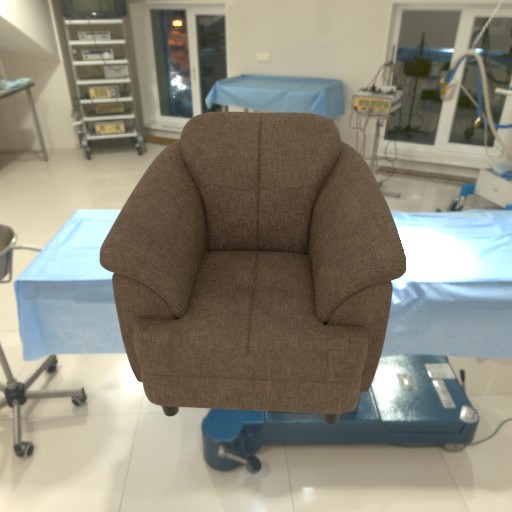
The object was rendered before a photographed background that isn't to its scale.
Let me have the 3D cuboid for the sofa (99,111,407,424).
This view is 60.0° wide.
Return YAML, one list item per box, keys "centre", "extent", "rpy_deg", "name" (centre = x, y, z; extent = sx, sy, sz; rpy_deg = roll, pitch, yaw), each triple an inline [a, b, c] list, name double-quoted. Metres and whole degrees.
- centre: [0.000, 0.000, 1.518]
  extent: [0.870, 0.811, 0.794]
  rpy_deg: [2, 30, 3]
  name: "sofa"
